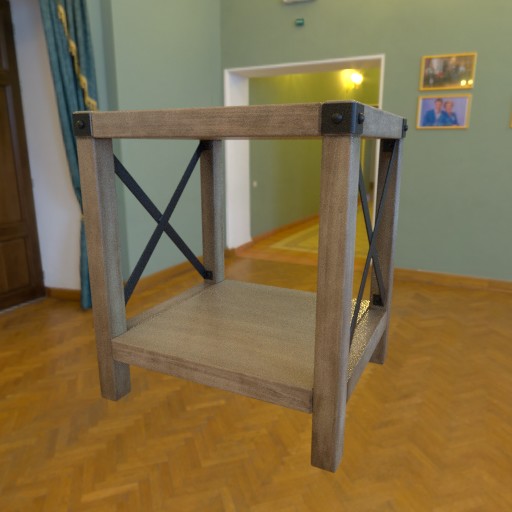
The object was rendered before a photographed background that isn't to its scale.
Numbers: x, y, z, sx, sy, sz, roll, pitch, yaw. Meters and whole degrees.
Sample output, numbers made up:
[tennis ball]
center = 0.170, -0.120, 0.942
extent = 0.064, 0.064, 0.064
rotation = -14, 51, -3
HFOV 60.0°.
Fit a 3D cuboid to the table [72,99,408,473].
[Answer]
[table]
center = 0.000, 0.000, 0.922
extent = 0.510, 0.561, 0.459
rotation = 7, 16, 25
